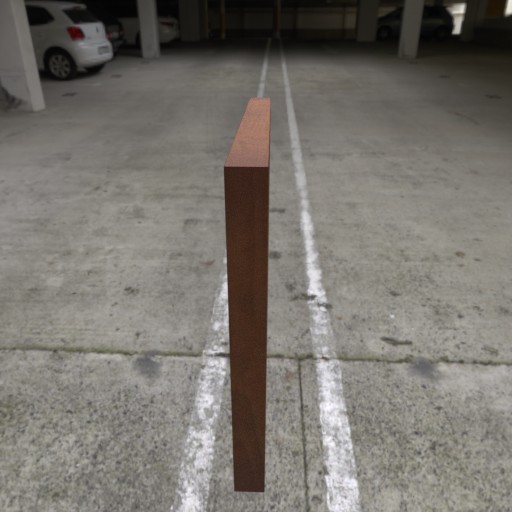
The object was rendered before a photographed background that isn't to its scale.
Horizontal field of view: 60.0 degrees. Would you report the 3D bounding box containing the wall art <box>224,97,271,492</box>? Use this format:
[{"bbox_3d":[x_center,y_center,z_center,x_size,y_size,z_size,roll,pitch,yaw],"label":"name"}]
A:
[{"bbox_3d":[0.000,0.000,0.550,0.030,0.328,0.401,1,26,2],"label":"wall art"}]
